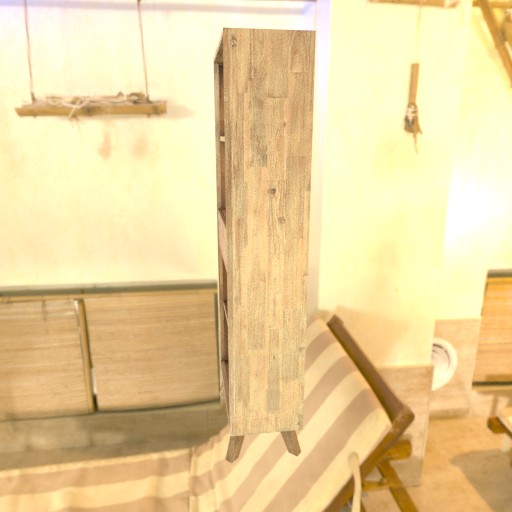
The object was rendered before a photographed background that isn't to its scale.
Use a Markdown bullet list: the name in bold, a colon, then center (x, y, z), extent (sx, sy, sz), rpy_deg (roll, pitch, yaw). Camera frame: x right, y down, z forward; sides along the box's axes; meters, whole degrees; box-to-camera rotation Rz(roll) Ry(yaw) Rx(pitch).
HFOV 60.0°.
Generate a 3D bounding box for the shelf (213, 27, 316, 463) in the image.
- **shelf**: center (0.000, 0.000, 1.549), extent (0.267, 1.342, 0.491), rpy_deg (-2, 15, -8)
